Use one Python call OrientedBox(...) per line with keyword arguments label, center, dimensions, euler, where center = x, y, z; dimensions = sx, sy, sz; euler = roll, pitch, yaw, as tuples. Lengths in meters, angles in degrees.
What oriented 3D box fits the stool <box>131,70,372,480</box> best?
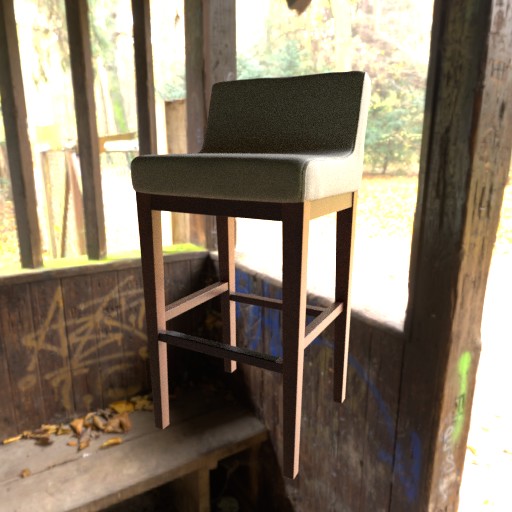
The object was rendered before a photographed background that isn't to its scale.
OrientedBox(label="stool", center=(0.000, 0.000, 1.307), dimensions=(0.511, 1.037, 0.500), euler=(8, 16, 28))
